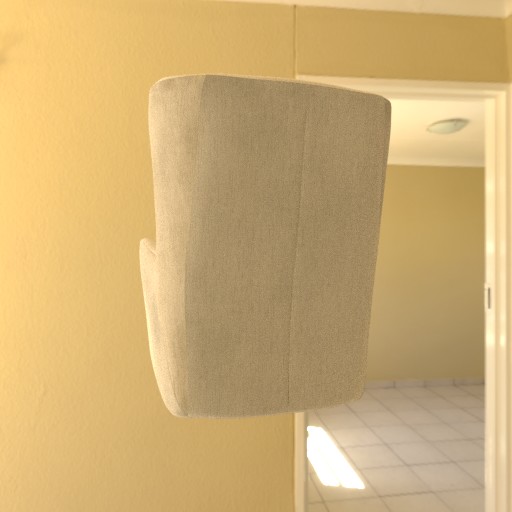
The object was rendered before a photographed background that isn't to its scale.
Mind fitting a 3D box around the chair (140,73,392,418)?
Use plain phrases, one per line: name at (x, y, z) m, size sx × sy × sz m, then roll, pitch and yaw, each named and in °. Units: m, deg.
chair at (0.000, 0.000, 1.599) m, size 0.779 × 1.000 × 0.904 m, roll 0°, pitch 0°, yaw -17°
